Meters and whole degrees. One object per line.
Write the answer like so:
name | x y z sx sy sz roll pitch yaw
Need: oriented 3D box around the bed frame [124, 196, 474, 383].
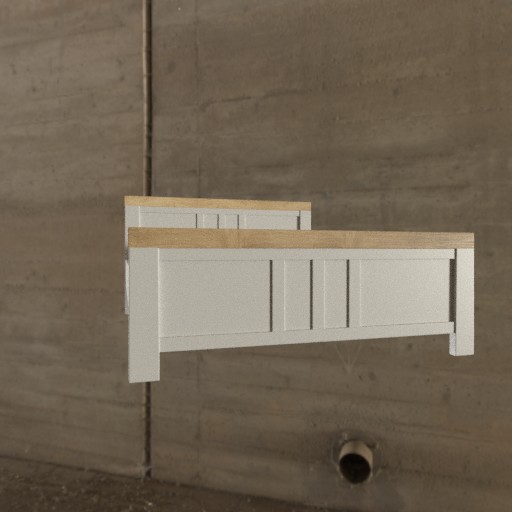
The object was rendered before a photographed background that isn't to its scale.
bed frame | 0.000 0.000 2.961 1.670 0.980 2.050 0 1 -17
